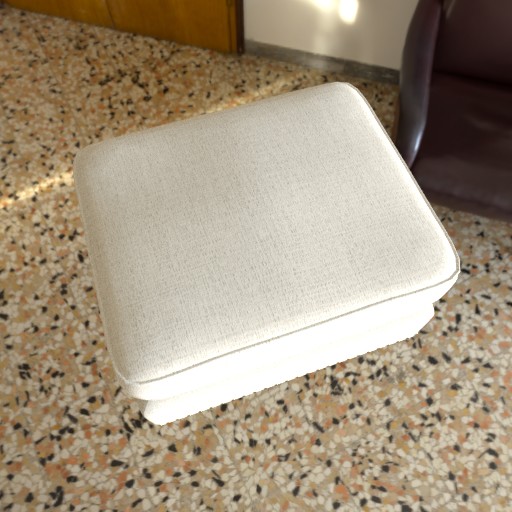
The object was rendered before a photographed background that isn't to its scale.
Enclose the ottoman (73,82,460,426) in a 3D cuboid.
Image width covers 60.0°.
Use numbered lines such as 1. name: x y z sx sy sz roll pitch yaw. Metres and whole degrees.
1. ottoman: 0.000 0.000 1.119 0.738 0.537 0.589 -17 65 -8
